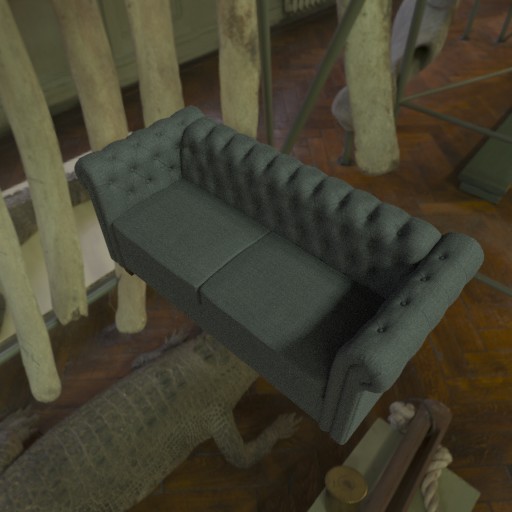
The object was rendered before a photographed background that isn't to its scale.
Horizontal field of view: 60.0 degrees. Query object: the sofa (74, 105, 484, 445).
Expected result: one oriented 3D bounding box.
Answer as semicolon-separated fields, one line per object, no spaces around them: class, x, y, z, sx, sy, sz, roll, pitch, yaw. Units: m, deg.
sofa;0.000;0.000;2.230;1.798;0.797;0.783;33;54;28
